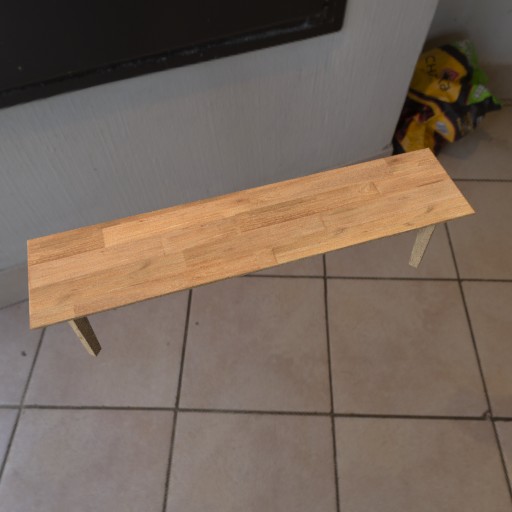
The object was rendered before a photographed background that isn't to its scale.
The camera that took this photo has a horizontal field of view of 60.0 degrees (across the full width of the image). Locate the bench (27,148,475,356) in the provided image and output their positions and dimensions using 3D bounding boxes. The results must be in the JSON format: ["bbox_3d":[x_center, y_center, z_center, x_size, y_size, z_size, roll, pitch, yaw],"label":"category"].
[{"bbox_3d":[0.000,0.000,1.896,1.698,0.431,0.378,-14,59,-9],"label":"bench"}]
